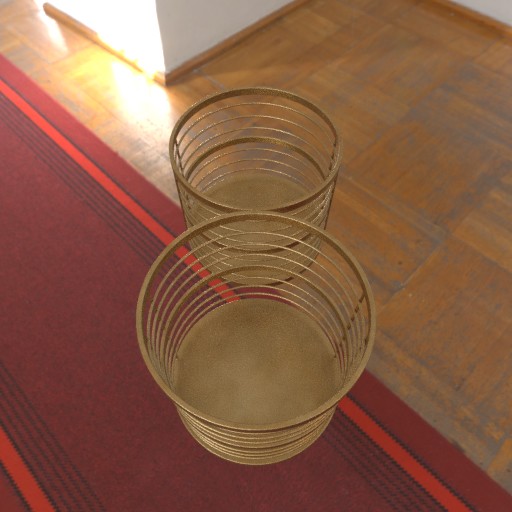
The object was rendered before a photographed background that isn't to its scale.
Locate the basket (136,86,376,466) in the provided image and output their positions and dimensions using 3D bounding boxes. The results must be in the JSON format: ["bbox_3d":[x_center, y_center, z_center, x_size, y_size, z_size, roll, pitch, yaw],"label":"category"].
[{"bbox_3d":[0.000,0.000,0.912,0.356,0.351,0.746,0,58,0],"label":"basket"}]
